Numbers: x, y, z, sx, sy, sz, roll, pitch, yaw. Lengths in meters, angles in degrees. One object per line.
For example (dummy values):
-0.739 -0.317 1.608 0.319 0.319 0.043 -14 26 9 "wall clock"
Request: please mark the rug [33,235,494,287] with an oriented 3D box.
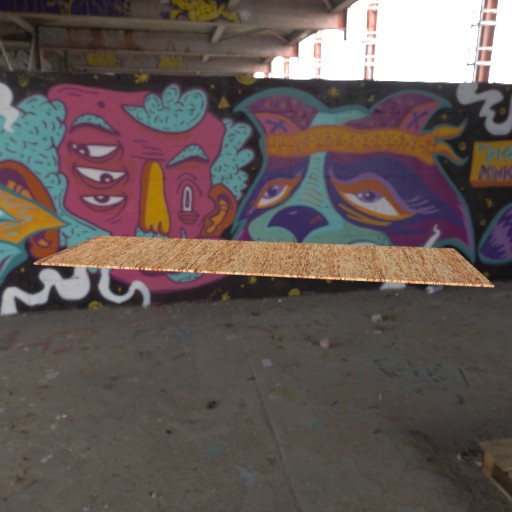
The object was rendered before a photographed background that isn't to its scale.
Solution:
0.000 0.000 2.450 2.237 0.014 0.680 2 15 9 "rug"
